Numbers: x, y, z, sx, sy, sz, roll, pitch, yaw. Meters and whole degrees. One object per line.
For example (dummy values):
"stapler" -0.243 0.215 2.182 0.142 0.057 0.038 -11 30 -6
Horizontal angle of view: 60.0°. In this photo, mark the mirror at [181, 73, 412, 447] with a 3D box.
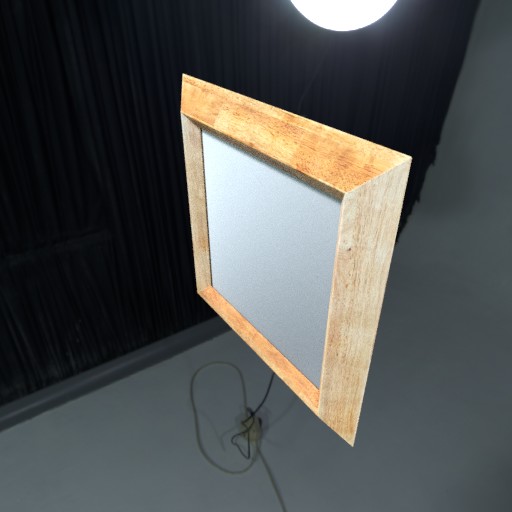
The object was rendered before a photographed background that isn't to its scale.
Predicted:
"mirror" 0.000 0.000 0.981 0.047 0.651 0.651 -22 39 -29
